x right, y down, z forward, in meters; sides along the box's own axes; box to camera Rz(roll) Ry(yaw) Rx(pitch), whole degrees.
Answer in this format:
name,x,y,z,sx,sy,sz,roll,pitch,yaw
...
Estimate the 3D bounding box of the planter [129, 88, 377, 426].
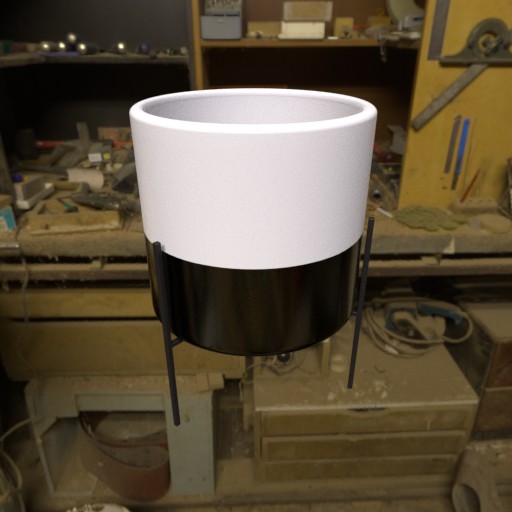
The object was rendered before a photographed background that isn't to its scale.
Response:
name,x,y,z,sx,sy,sz,roll,pitch,yaw
planter,0.000,0.000,0.652,0.310,0.432,0.310,0,27,0
